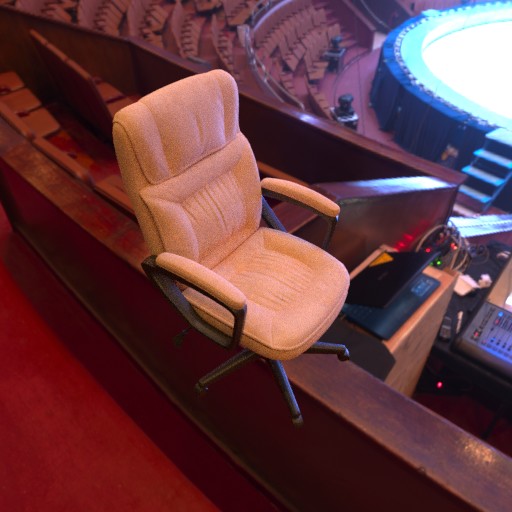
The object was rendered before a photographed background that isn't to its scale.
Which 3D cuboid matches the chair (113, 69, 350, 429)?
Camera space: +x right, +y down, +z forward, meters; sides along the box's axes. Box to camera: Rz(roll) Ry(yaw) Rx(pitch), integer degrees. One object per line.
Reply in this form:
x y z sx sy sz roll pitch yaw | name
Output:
0.000 0.000 1.599 0.724 1.105 0.667 26 47 27 | chair
